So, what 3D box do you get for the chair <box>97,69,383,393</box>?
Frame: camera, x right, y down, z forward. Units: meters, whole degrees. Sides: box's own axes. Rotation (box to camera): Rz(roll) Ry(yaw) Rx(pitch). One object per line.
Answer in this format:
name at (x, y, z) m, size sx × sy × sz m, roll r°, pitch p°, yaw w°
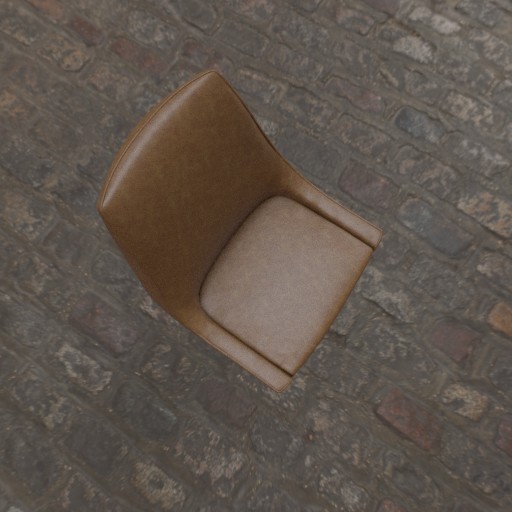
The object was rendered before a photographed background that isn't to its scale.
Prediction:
chair at (0.000, 0.000, 1.203) m, size 0.544 × 0.861 × 0.529 m, roll 33°, pitch 78°, yaw 8°
